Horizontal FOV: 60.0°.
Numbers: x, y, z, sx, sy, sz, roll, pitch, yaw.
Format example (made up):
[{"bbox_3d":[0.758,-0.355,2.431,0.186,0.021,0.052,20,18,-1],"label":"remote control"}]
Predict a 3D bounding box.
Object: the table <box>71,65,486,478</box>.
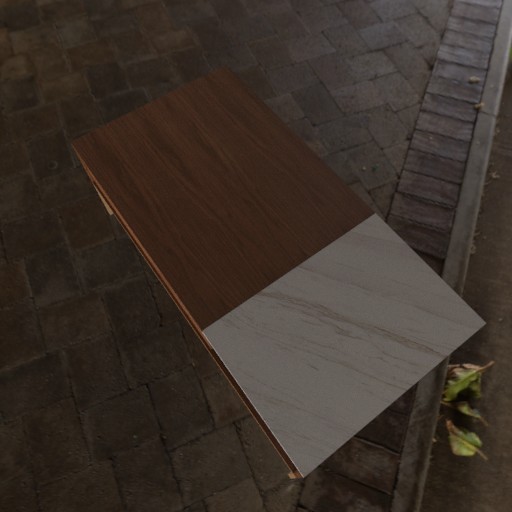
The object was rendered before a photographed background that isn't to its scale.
[{"bbox_3d":[0.000,0.000,1.918,0.789,0.551,1.553,-33,68,-16],"label":"table"}]
